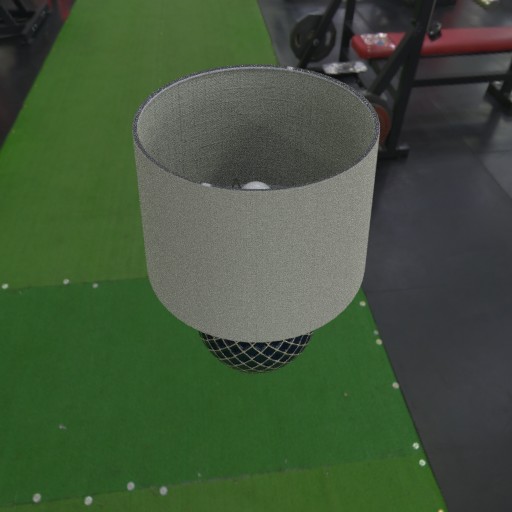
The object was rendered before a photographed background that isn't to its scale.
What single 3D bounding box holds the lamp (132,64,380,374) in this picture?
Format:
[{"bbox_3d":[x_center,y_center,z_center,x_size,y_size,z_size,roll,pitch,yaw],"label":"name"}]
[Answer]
[{"bbox_3d":[0.000,0.000,0.785,0.376,0.540,0.376,0,46,0],"label":"lamp"}]
